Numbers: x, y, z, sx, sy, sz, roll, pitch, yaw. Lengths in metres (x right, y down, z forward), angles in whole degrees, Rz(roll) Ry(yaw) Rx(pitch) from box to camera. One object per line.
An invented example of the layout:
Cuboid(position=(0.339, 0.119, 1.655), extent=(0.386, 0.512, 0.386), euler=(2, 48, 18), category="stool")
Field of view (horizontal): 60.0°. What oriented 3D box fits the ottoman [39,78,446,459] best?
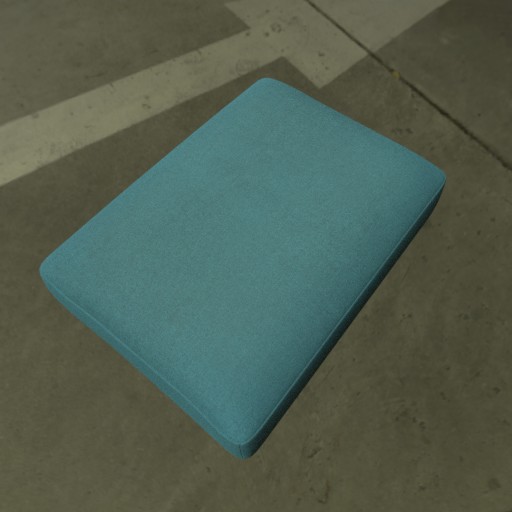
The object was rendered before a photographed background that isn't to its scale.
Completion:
Cuboid(position=(0.000, 0.000, 1.058), extent=(0.549, 0.428, 0.749), euler=(35, 66, 18), category="ottoman")
